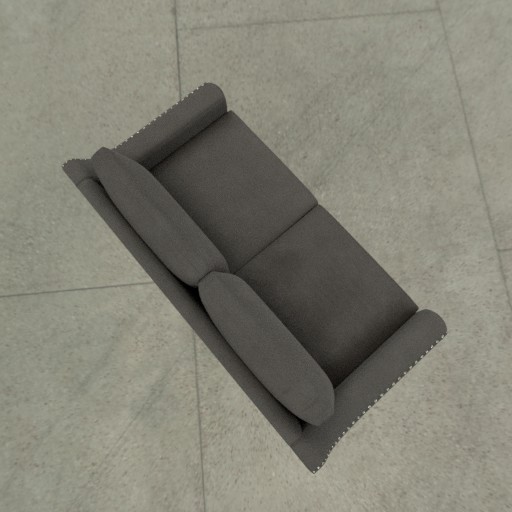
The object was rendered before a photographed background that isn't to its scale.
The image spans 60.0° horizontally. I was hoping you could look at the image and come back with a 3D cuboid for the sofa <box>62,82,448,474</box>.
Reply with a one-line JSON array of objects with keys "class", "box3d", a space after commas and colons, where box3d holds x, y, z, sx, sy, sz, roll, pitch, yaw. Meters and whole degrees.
[{"class": "sofa", "box3d": [0.000, 0.000, 3.263, 1.336, 1.196, 2.550, -40, 79, -9]}]
